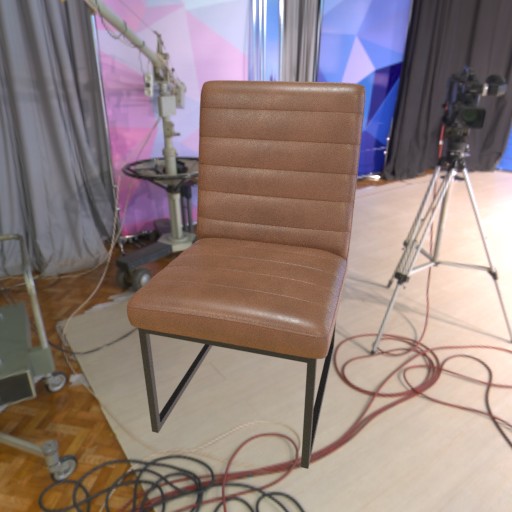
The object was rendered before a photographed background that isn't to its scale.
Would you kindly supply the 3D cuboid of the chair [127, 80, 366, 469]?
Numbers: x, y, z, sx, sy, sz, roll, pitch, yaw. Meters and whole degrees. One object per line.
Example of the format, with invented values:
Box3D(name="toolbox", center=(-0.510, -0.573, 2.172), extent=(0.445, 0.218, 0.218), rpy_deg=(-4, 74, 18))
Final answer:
Box3D(name="chair", center=(0.000, 0.000, 1.305), extent=(0.520, 0.930, 0.634), rpy_deg=(7, 26, 15))
